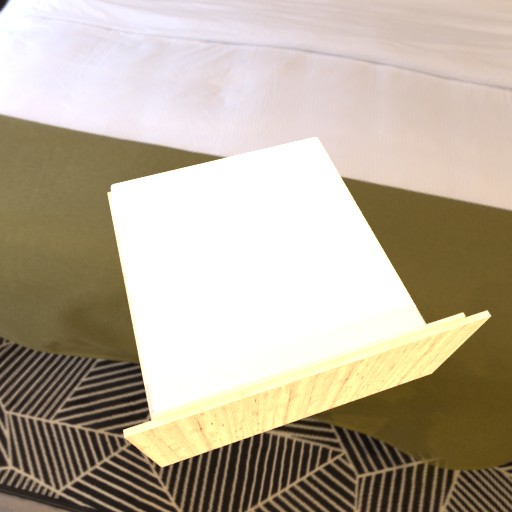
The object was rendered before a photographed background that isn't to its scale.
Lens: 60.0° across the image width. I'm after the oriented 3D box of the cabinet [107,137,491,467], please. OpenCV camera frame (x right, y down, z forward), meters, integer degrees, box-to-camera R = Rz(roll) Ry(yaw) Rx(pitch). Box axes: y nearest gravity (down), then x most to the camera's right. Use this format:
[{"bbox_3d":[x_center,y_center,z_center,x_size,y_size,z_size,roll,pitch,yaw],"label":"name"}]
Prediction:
[{"bbox_3d":[0.000,0.000,3.122,1.950,0.970,2.080,-15,58,-10],"label":"cabinet"}]
